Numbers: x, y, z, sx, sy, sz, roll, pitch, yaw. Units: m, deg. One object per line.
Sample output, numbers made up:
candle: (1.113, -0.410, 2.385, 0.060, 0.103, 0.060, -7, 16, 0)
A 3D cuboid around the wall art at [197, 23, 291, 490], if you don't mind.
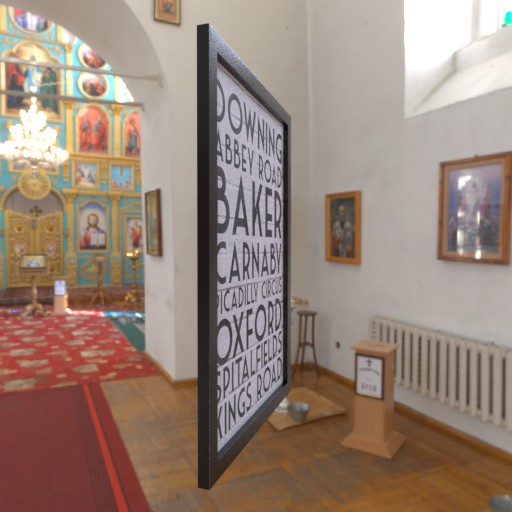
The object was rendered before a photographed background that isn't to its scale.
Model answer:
wall art: (0.000, 0.000, 0.555, 0.013, 0.432, 0.304, 0, 1, 19)
